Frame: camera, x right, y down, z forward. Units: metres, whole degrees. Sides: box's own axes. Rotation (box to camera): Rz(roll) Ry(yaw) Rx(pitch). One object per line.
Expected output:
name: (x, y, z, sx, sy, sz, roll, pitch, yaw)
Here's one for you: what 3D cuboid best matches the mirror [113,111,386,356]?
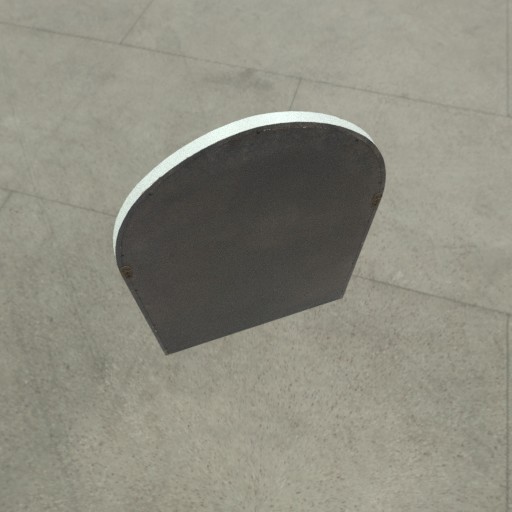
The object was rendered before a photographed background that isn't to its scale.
mirror: (0.000, 0.000, 1.174, 0.660, 0.920, 0.032, -17, 61, -10)
